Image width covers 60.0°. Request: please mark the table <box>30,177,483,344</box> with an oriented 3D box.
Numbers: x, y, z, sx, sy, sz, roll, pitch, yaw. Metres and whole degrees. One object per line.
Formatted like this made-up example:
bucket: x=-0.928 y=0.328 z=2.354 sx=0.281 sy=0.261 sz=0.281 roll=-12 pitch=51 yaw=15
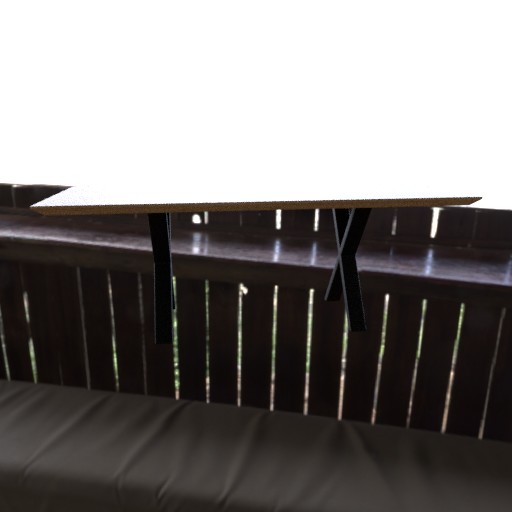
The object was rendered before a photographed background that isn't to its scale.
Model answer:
table: x=0.000 y=0.000 z=2.514 sx=2.000 sy=0.770 sz=1.000 roll=-2 pitch=16 yaw=-8
